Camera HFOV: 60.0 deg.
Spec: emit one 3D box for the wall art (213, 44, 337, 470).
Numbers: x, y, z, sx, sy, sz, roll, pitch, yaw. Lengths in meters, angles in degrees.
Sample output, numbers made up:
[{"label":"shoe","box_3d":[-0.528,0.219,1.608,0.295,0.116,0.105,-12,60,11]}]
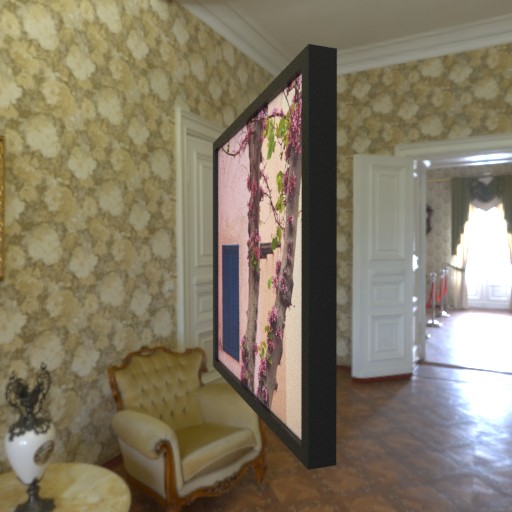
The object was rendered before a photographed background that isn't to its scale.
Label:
[{"label":"wall art","box_3d":[0.000,0.000,0.775,0.038,0.508,0.508,0,1,-18]}]
